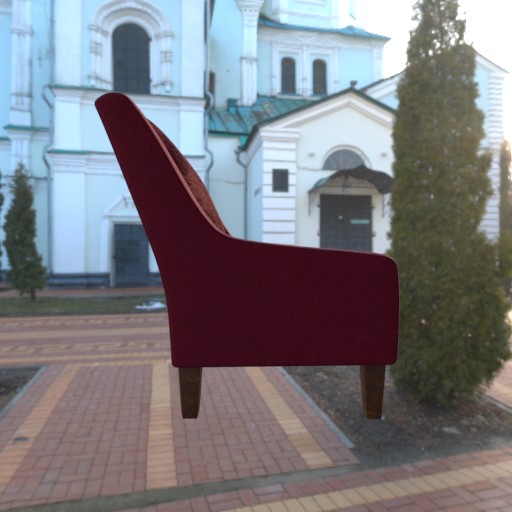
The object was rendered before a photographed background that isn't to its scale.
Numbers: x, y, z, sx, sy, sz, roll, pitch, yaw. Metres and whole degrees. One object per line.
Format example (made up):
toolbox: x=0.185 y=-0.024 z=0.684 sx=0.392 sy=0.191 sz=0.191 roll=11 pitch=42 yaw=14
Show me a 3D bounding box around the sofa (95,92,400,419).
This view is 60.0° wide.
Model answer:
sofa: x=0.000 y=0.000 z=1.903 sx=0.946 sy=0.976 sz=1.242 roll=0 pitch=0 yaw=0
